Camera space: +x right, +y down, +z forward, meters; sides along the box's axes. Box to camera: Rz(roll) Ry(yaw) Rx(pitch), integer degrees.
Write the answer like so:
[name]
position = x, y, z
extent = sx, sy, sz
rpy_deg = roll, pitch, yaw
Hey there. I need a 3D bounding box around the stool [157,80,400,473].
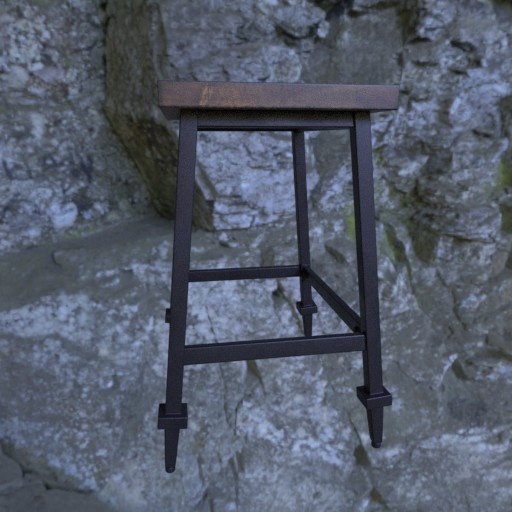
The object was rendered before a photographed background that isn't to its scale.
[stool]
position = 0.000, 0.000, 0.923
extent = 0.405, 0.625, 0.486
rpy_deg = -3, 15, -9
